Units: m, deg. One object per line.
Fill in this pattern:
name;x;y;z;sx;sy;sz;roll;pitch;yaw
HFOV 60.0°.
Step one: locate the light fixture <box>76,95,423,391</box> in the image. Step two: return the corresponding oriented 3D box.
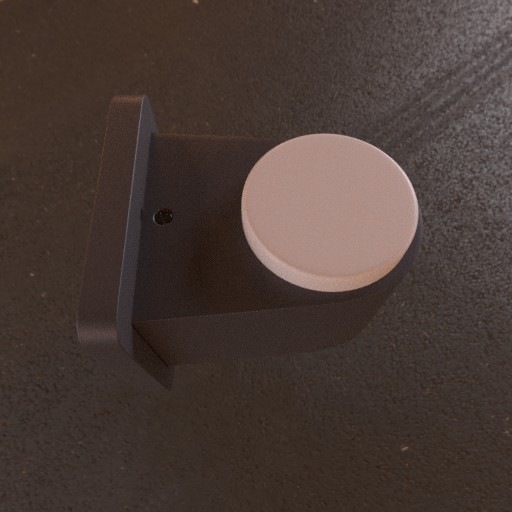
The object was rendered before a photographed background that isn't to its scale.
light fixture;0.000;0.000;0.209;0.132;0.109;0.109;-1;64;-1
